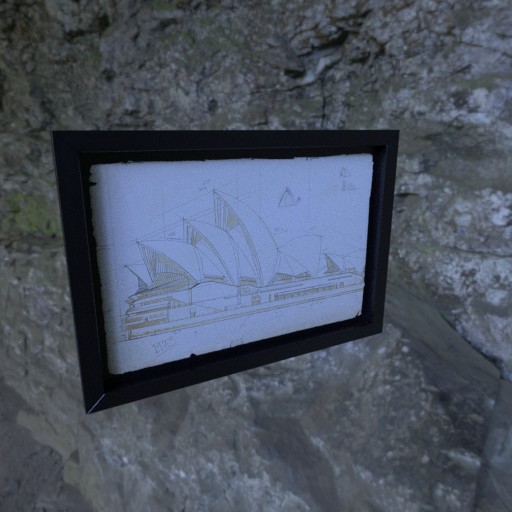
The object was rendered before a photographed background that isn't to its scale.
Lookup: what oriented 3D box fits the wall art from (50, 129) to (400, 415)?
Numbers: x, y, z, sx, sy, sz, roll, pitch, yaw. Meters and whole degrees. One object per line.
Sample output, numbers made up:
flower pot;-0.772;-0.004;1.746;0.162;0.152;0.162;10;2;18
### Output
wall art;0.000;0.000;0.837;0.657;0.458;0.027;-8;18;-27
